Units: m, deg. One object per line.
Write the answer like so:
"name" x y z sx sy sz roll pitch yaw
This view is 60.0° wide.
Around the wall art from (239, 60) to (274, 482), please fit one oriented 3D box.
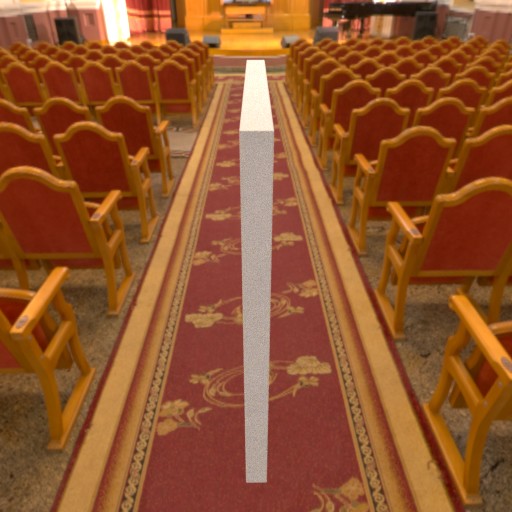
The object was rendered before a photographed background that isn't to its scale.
"wall art" 0.000 0.000 0.824 0.037 0.606 0.508 0 31 0
